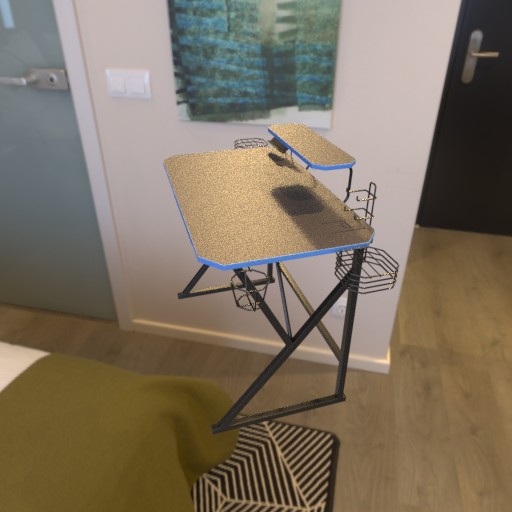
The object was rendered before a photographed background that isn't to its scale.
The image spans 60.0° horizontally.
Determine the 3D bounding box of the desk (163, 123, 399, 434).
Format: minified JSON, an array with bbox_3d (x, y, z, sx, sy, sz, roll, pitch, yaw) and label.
[{"bbox_3d":[0.000,0.000,1.813,0.594,0.909,1.295,-9,32,-14],"label":"desk"}]
